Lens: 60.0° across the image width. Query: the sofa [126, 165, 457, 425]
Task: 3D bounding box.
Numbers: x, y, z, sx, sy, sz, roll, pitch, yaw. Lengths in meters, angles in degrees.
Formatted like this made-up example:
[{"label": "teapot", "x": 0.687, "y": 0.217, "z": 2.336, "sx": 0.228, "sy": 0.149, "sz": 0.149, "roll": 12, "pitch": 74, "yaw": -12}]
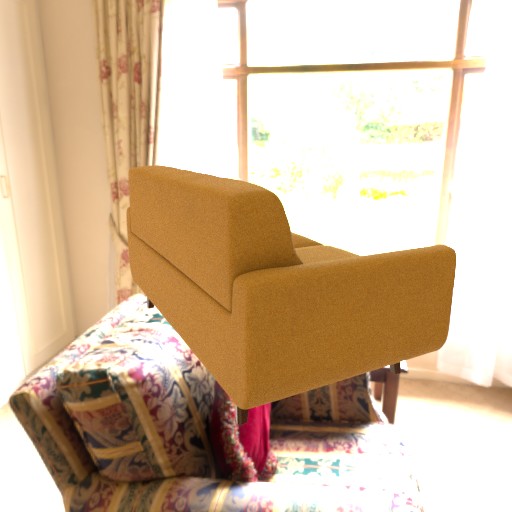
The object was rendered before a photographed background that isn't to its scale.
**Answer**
[{"label": "sofa", "x": 0.000, "y": 0.000, "z": 2.187, "sx": 0.909, "sy": 0.841, "sz": 1.631, "roll": -8, "pitch": 17, "yaw": -27}]
